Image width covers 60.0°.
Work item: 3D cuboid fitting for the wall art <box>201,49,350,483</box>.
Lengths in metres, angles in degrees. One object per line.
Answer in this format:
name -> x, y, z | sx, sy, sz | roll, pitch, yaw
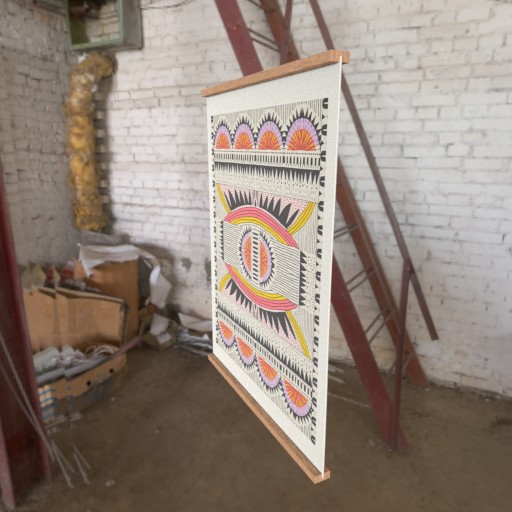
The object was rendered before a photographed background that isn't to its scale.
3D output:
wall art -> 0.000, 0.000, 0.802 | 0.028, 0.609, 0.456 | -7, 16, -26
